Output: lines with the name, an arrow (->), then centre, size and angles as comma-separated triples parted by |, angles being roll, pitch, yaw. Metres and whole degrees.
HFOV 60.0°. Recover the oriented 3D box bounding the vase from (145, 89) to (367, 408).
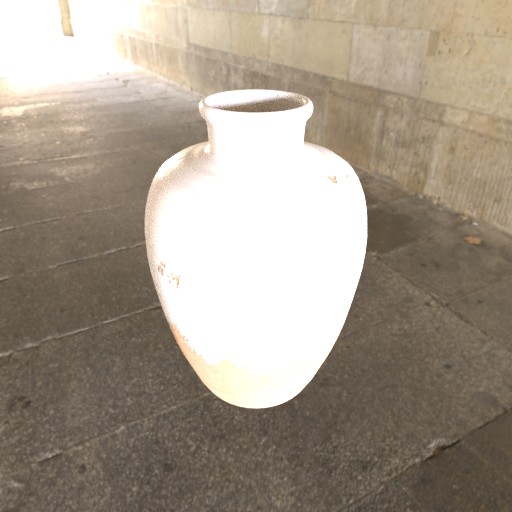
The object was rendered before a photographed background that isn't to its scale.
vase -> 0.000, 0.000, 0.336 | 0.158, 0.228, 0.158 | 0, 31, 0
